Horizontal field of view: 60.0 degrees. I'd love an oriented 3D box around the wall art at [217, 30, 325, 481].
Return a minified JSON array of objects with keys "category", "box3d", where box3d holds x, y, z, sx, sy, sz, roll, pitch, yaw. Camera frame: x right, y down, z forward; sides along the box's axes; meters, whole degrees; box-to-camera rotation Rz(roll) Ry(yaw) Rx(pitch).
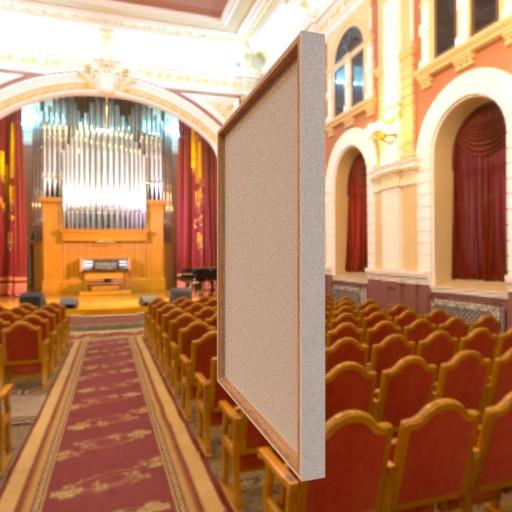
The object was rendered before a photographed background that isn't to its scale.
[{"category":"wall art","box3d":[0.000,0.000,0.841,0.037,0.606,0.508,0,0,-18]}]
